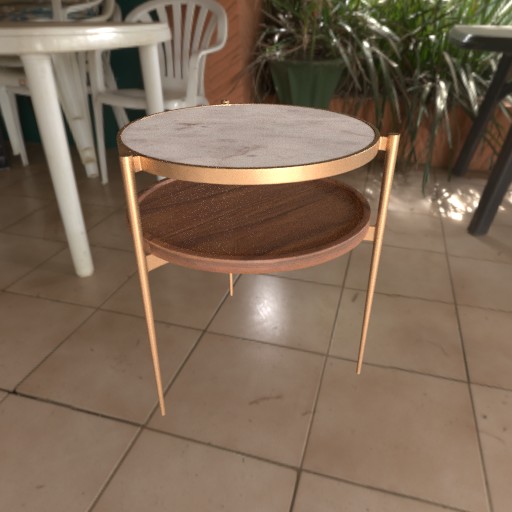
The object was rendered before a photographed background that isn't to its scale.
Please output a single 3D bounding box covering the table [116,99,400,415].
[{"bbox_3d":[0.000,0.000,0.849,0.456,0.493,0.430,8,30,13],"label":"table"}]
